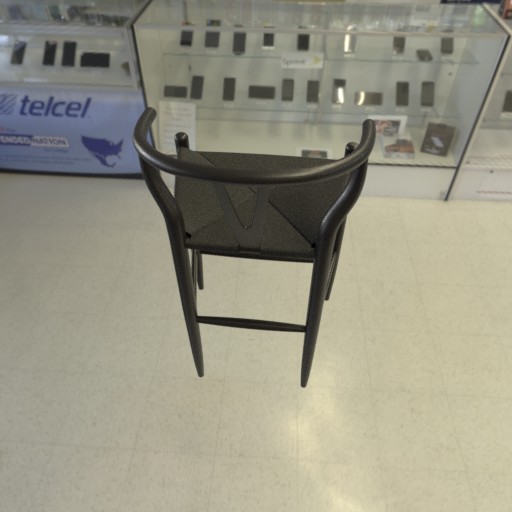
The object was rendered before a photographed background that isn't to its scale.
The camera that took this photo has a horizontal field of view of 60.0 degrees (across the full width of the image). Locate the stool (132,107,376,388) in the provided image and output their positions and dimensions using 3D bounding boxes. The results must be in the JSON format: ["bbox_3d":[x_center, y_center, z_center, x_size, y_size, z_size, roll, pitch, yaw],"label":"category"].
[{"bbox_3d":[0.000,0.000,1.322,0.569,0.970,0.579,5,45,5],"label":"stool"}]
